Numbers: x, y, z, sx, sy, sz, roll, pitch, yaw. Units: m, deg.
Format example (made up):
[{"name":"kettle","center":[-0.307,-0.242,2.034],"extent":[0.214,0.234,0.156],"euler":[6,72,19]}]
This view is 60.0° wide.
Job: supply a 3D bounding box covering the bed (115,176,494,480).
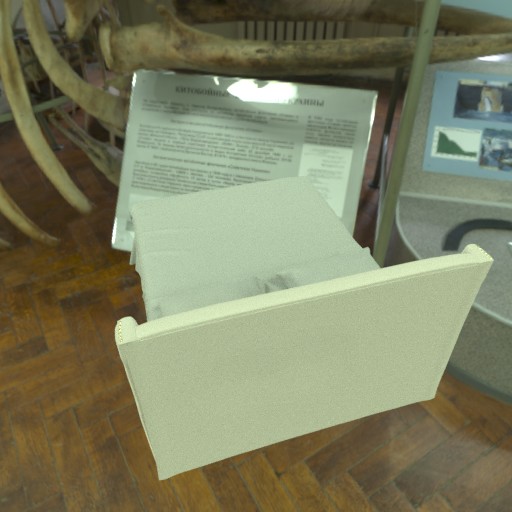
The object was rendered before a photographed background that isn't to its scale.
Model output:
[{"name":"bed","center":[0.000,0.000,3.307],"extent":[1.925,1.332,2.276],"euler":[-11,41,-13]}]
